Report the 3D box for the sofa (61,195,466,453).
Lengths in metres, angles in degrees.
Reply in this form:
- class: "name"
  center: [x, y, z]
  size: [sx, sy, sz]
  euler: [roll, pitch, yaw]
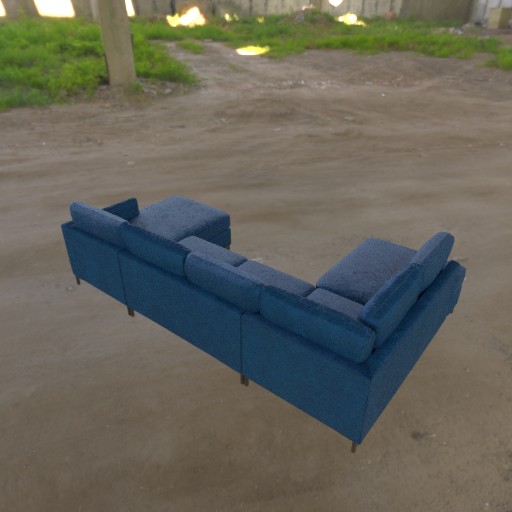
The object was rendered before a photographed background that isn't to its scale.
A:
- class: "sofa"
  center: [0.000, 0.000, 4.359]
  size: [3.434, 0.992, 2.055]
  euler: [22, 37, 32]
